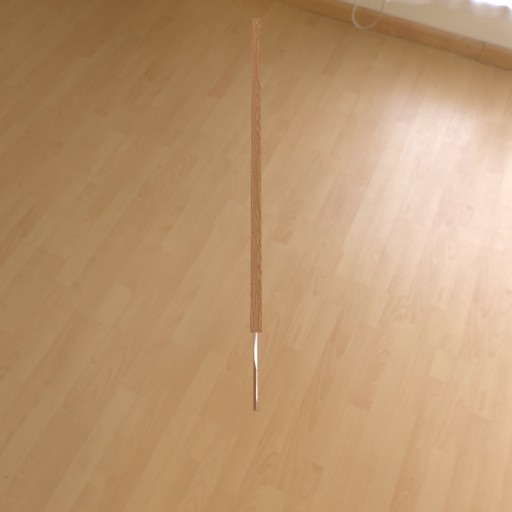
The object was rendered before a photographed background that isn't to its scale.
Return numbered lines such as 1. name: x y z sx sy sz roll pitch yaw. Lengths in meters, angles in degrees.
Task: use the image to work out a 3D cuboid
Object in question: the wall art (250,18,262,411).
1. wall art: 0.000 0.000 0.803 0.011 0.605 0.458 0 64 0
